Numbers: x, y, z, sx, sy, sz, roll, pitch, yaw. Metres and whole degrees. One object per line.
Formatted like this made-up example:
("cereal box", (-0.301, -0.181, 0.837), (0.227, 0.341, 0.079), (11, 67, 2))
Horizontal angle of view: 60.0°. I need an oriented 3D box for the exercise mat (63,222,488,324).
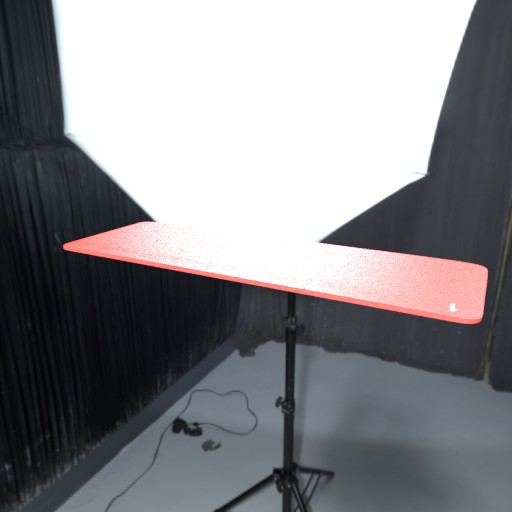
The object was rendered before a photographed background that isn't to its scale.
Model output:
("exercise mat", (0.000, 0.000, 2.008), (1.869, 0.021, 0.616), (9, 19, 26))
